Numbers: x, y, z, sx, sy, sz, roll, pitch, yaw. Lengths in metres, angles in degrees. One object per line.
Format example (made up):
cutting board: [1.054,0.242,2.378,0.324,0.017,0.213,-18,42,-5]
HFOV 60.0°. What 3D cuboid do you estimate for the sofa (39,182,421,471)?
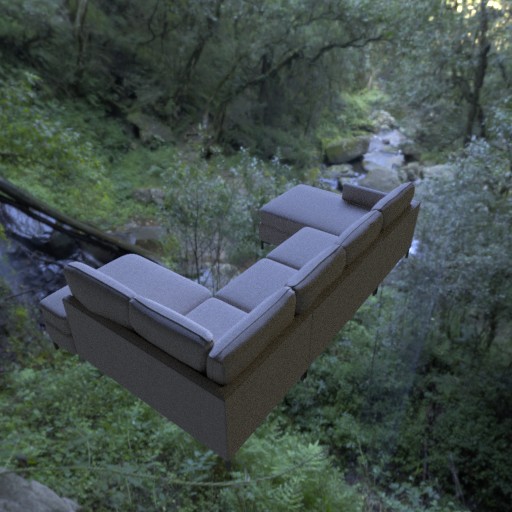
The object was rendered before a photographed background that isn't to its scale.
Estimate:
sofa: [0.000,0.000,4.352,2.021,0.996,3.423,22,39,30]
